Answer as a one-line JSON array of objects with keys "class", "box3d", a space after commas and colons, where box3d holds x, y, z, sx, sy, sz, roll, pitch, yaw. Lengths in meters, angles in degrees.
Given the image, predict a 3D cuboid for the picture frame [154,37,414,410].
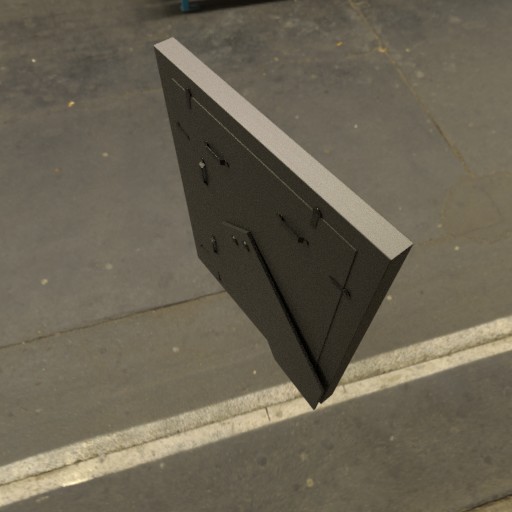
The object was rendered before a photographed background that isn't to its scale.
[{"class": "picture frame", "box3d": [0.000, 0.000, 0.523, 0.036, 0.383, 0.307, -33, 63, -19]}]
